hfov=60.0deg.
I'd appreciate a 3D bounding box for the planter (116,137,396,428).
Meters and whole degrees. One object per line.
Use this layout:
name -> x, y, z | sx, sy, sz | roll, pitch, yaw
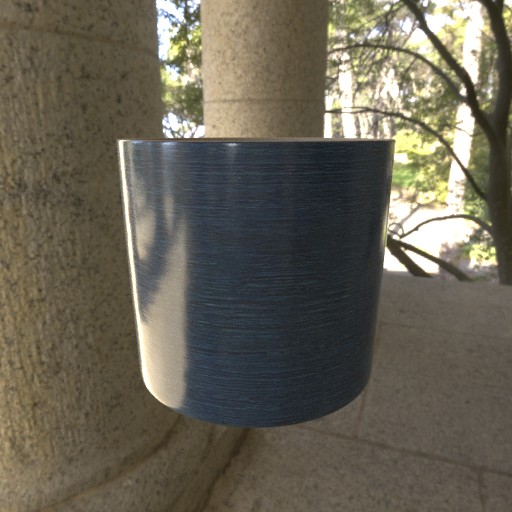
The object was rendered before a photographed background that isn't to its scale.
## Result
planter -> 0.000, 0.000, 0.393 | 0.221, 0.201, 0.221 | 0, 16, 0
